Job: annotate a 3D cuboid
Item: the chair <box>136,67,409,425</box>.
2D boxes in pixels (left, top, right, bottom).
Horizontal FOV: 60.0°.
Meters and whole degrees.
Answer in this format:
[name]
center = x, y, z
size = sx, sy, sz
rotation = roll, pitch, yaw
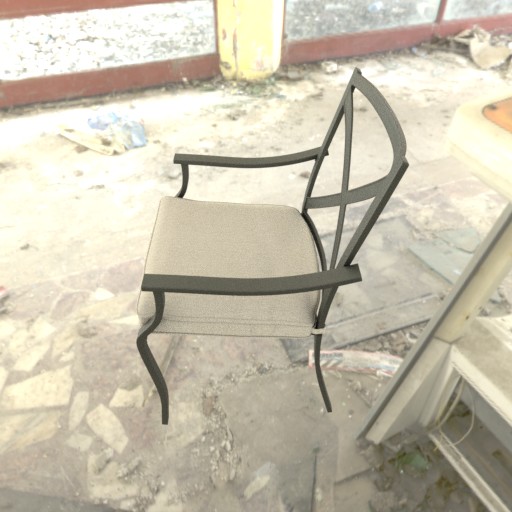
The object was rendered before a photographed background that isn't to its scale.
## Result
[chair]
center = 0.000, 0.000, 1.274
size = 0.620, 0.889, 0.575
rotation = 0, 42, 0
